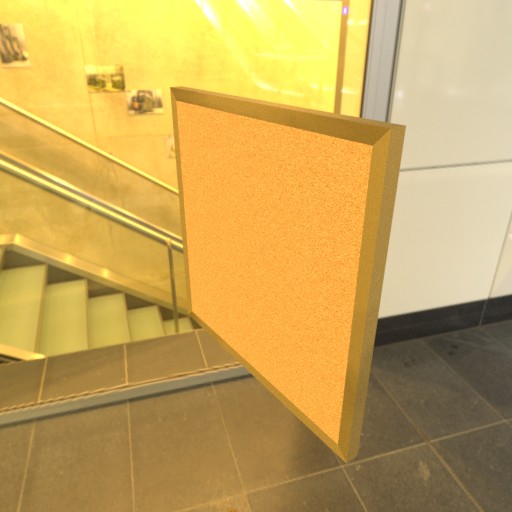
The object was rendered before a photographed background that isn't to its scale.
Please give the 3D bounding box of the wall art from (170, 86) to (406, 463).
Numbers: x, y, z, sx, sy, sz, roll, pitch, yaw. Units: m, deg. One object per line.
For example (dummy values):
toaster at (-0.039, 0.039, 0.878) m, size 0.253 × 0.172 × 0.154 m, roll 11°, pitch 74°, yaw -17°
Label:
wall art at (0.000, 0.000, 1.146) m, size 0.038 × 0.762 × 0.762 m, roll -18°, pitch 32°, yaw -32°
